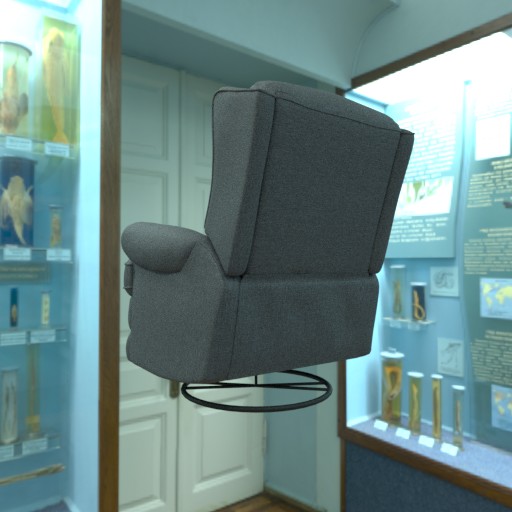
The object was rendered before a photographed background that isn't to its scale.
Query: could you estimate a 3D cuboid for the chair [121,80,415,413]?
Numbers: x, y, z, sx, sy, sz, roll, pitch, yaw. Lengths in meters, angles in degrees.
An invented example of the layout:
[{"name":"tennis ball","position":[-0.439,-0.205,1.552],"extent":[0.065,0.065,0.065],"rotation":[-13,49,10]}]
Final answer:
[{"name":"chair","position":[0.000,0.000,1.706],"extent":[0.847,1.011,0.969],"rotation":[1,-2,-35]}]
